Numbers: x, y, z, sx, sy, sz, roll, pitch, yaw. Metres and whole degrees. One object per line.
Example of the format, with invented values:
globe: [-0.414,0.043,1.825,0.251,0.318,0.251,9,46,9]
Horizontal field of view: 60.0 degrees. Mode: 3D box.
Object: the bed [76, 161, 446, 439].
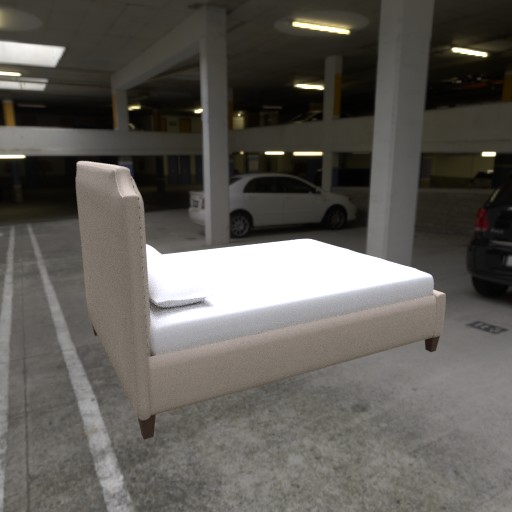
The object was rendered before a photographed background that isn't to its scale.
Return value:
bed: [0.000,0.000,3.442,2.372,1.443,1.713,-7,15,-28]
